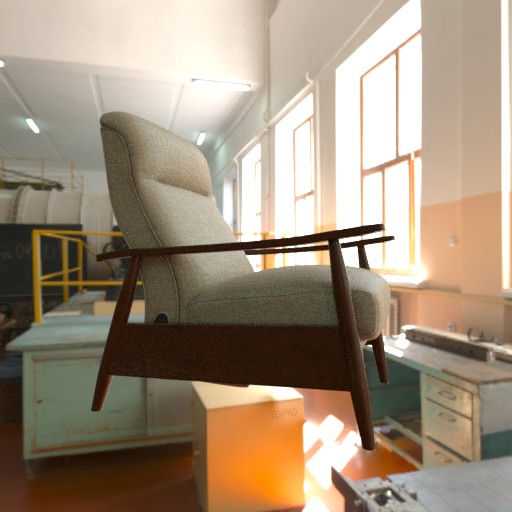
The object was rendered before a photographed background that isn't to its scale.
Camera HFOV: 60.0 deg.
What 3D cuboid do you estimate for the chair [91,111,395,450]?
[{"bbox_3d":[0.000,0.000,1.733,1.014,1.082,0.762,0,0,20],"label":"chair"}]
